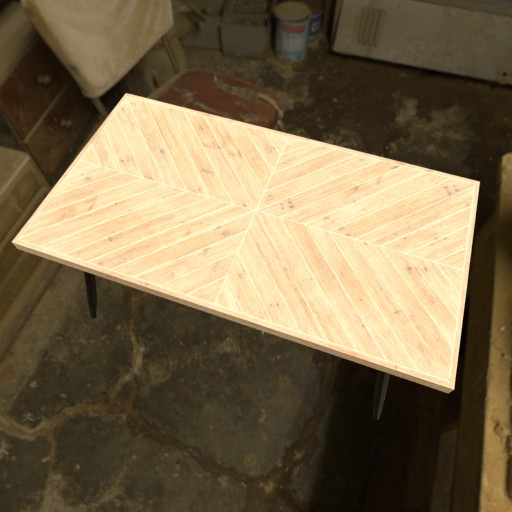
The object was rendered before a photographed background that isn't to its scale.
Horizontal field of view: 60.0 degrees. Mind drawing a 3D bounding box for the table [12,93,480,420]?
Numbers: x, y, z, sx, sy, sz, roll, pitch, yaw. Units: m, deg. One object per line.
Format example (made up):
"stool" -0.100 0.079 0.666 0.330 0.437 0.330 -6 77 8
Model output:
"table" 0.000 0.000 2.253 1.803 0.762 0.991 17 60 10
